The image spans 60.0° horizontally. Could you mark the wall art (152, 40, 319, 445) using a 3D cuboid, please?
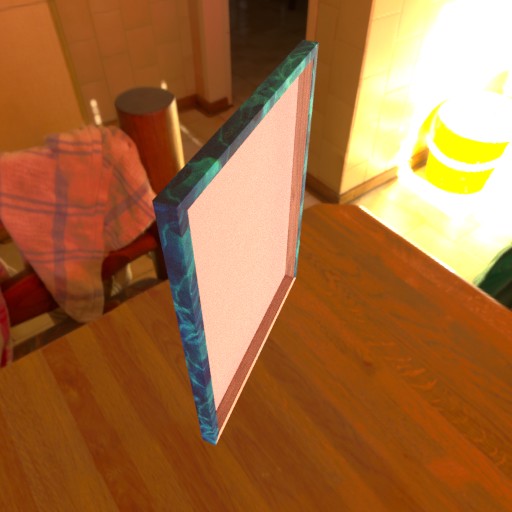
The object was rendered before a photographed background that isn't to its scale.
[{"bbox_3d":[0.000,0.000,1.035,0.038,0.760,0.609,17,48,16],"label":"wall art"}]
